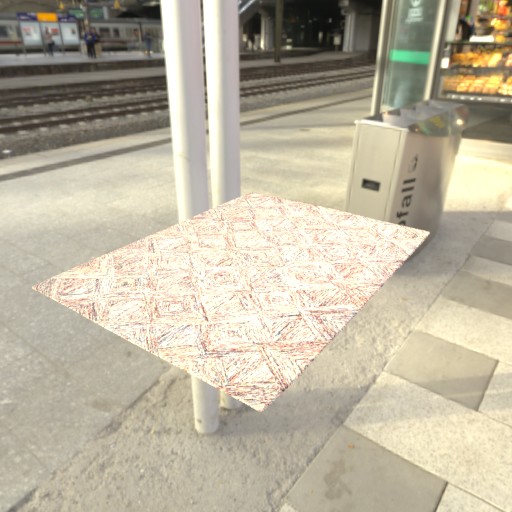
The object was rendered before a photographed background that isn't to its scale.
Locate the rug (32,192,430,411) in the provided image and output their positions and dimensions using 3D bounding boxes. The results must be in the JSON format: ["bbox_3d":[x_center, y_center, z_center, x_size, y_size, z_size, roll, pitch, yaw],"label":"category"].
[{"bbox_3d":[0.000,0.000,4.324,2.436,0.024,3.226,18,31,32],"label":"rug"}]
